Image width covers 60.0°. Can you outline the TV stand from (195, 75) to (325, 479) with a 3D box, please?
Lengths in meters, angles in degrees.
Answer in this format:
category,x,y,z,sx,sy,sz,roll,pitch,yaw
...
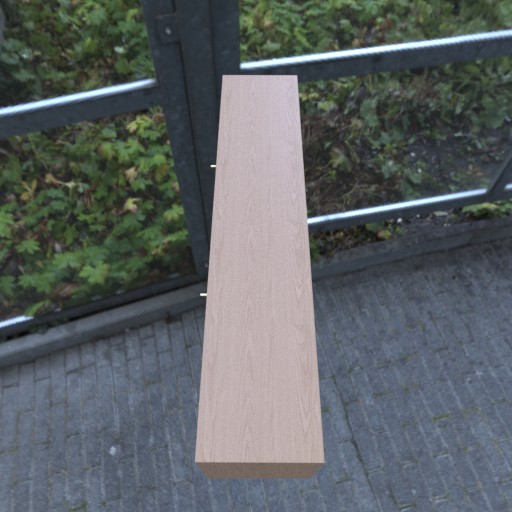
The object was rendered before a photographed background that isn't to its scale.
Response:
category,x,y,z,sx,sy,sz,roll,pitch,yaw
TV stand,0.000,0.000,1.980,0.400,0.580,1.760,0,58,0
